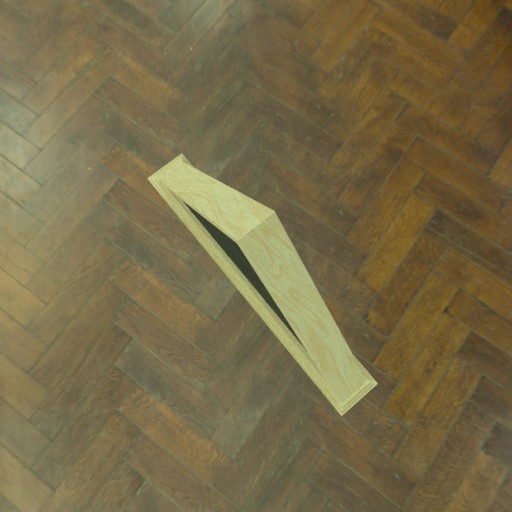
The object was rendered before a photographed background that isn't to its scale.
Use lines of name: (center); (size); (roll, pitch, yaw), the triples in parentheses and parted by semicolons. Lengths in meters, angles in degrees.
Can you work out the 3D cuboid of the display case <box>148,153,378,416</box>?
display case: (0.000, 0.000, 0.764); (0.095, 0.340, 0.640); (-38, 79, -9)
